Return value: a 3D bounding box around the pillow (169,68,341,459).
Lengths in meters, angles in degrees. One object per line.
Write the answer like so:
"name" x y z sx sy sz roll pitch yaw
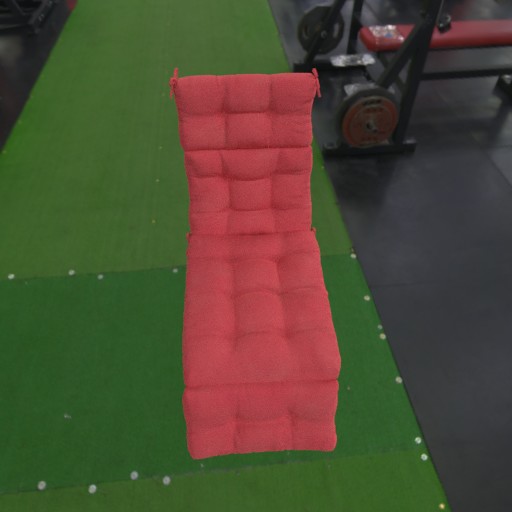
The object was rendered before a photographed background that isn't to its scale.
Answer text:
"pillow" 0.000 0.000 1.478 0.526 0.863 1.016 -3 47 -2
